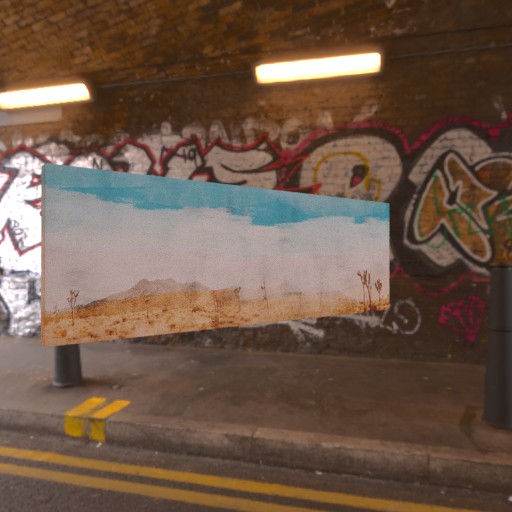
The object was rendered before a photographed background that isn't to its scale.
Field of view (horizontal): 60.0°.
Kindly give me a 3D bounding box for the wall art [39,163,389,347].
[{"bbox_3d":[0.000,0.000,0.851,0.759,0.254,0.044,0,0,-36],"label":"wall art"}]
